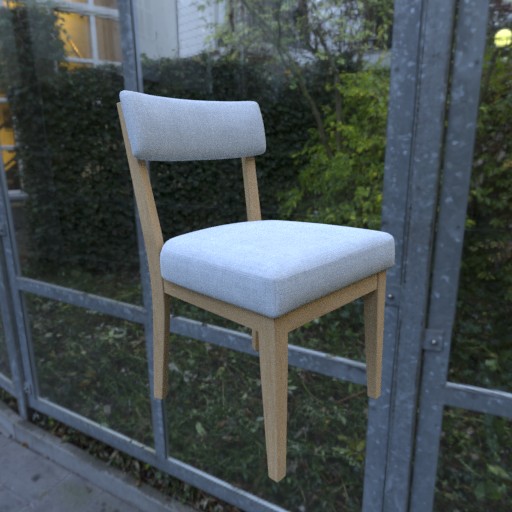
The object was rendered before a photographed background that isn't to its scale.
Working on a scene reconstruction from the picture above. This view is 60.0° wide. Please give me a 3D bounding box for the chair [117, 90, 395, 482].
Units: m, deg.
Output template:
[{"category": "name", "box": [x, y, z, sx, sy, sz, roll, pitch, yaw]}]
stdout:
[{"category": "chair", "box": [0.000, 0.000, 1.186, 0.572, 0.832, 0.508, 13, 20, 41]}]
